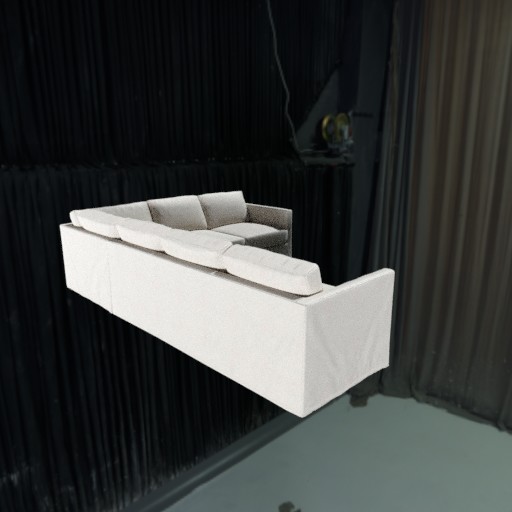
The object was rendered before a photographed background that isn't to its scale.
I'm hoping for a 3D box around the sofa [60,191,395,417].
[{"bbox_3d":[0.000,0.000,4.227,2.432,0.871,3.182,-14,20,-43],"label":"sofa"}]
